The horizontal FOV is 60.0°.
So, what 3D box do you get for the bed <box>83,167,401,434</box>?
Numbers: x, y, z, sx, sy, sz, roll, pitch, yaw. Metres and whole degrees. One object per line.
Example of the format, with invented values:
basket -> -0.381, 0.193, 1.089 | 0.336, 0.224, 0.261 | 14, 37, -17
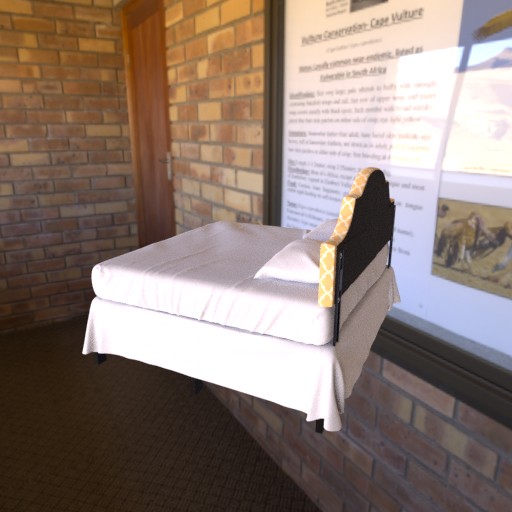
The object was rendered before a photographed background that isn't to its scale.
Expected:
bed -> 0.000, 0.000, 3.901 | 2.222, 1.601, 2.314 | 8, 18, 25
